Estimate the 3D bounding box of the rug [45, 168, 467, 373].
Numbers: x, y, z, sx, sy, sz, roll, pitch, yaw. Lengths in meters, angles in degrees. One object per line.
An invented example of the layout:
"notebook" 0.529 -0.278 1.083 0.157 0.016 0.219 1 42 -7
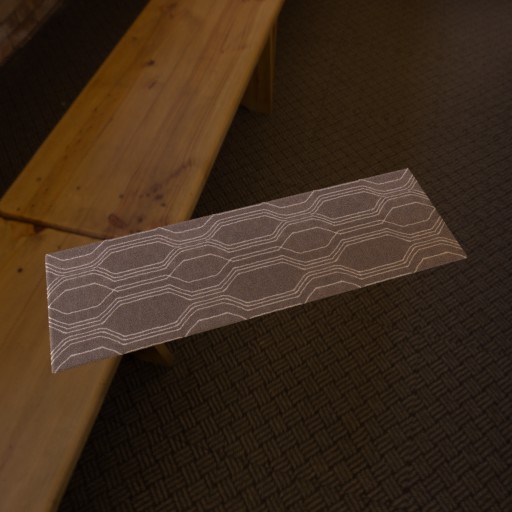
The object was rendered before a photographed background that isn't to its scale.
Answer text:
"rug" 0.000 0.000 2.707 2.464 0.012 0.773 -14 59 -9
